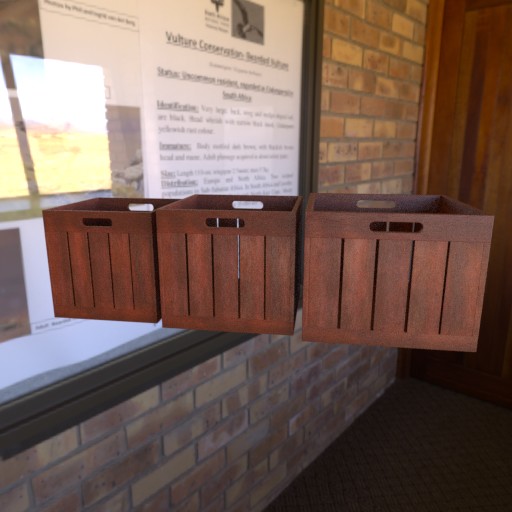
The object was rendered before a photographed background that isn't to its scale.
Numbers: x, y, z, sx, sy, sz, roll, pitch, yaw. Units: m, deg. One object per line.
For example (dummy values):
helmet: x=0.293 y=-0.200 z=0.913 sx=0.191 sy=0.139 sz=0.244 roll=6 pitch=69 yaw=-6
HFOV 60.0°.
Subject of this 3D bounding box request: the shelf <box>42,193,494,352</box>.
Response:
shelf: x=0.000 y=0.000 z=1.228 sx=1.064 sy=0.311 sz=0.393 roll=2 pitch=14 yaw=8
